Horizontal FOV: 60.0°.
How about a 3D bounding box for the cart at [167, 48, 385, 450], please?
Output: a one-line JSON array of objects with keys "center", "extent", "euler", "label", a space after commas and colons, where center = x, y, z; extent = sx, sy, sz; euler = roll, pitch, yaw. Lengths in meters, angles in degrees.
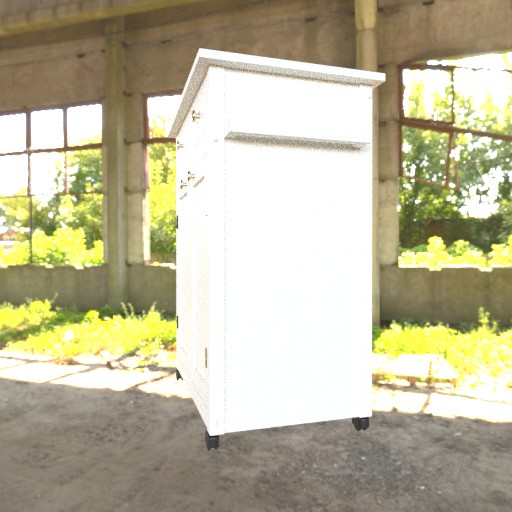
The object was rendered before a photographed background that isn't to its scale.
[{"center": [0.000, 0.000, 1.293], "extent": [0.442, 0.864, 0.683], "euler": [0, 0, -17], "label": "cart"}]
